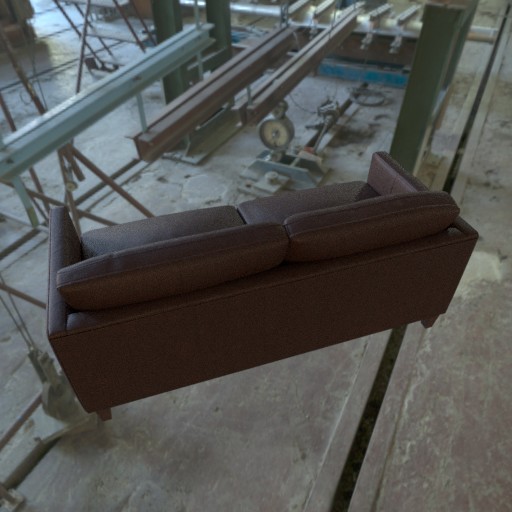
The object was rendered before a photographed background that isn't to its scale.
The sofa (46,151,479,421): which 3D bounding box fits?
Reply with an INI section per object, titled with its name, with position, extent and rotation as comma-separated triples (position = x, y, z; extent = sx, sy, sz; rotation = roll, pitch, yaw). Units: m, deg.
[sofa]
position = 0.000, 0.000, 2.356
extent = 1.971, 0.863, 0.923
rotation = -12, 43, -14
